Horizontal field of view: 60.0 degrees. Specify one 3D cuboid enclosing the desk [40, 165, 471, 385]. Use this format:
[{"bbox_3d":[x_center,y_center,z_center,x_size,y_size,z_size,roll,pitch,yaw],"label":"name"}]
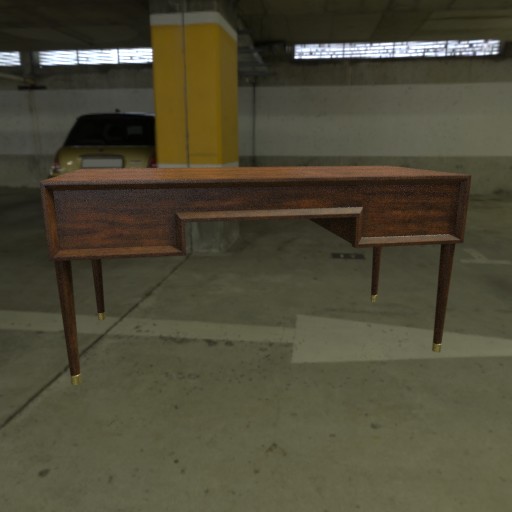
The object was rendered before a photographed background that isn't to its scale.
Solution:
[{"bbox_3d":[0.000,0.000,2.030,1.575,0.762,0.724,-3,15,-10],"label":"desk"}]
